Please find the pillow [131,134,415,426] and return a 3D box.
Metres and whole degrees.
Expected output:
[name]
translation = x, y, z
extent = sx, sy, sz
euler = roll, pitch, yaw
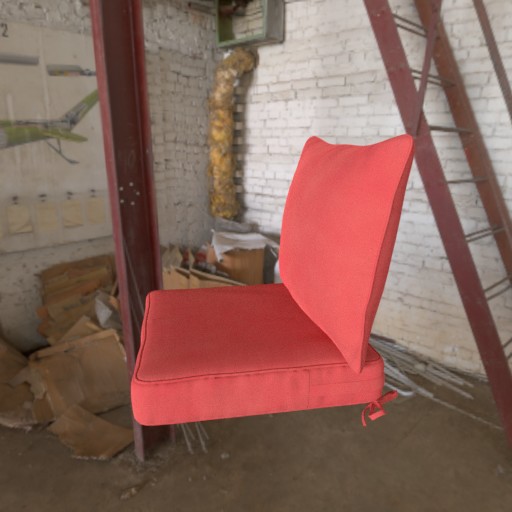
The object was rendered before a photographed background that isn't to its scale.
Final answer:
[pillow]
translation = 0.000, 0.000, 1.373
extent = 0.733, 0.725, 0.798
euler = -3, 15, -10
